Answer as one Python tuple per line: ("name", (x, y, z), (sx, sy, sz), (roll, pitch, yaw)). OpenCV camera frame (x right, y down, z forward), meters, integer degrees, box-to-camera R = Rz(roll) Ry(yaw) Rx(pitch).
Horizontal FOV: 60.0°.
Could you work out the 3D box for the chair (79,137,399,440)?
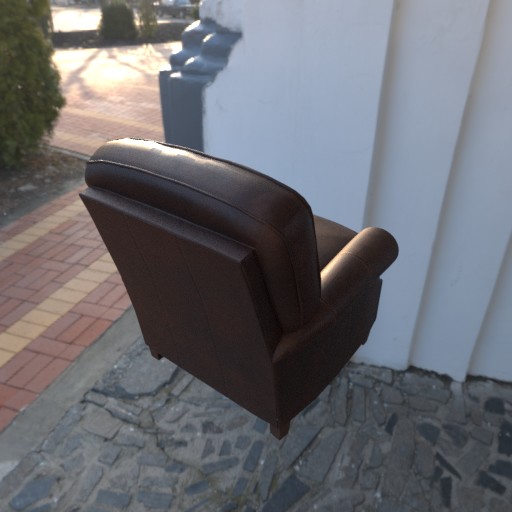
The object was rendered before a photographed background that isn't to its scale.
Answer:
("chair", (0.000, 0.000, 1.744), (0.936, 1.018, 0.986), (22, 37, 32))
